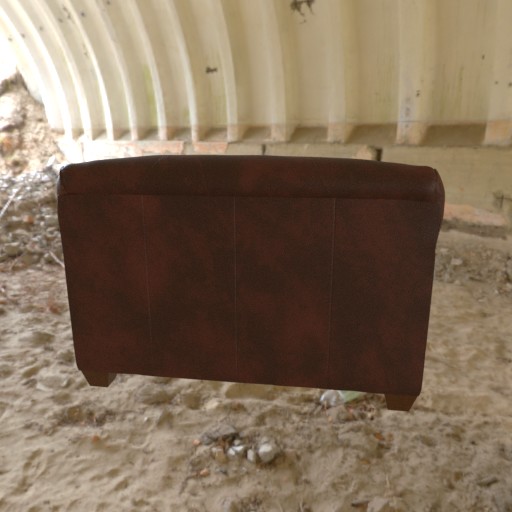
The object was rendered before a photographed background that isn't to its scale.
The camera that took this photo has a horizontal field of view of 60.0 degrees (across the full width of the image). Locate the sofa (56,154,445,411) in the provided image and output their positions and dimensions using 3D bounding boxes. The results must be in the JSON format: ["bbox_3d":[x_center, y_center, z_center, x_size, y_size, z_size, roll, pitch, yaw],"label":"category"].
[{"bbox_3d":[0.000,0.000,2.093,1.413,0.956,1.000,2,15,8],"label":"sofa"}]
